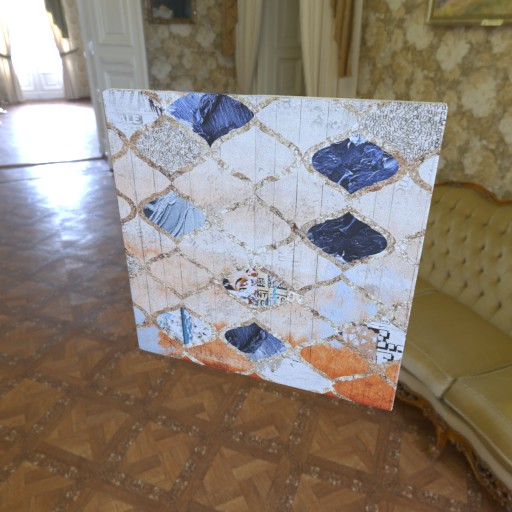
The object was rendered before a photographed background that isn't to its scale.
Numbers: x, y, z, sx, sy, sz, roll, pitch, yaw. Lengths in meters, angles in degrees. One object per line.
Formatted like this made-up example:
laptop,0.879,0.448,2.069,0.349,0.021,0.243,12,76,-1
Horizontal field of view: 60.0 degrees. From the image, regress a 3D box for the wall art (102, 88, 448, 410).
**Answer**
wall art,0.000,0.000,1.331,0.912,0.914,0.039,9,28,17
